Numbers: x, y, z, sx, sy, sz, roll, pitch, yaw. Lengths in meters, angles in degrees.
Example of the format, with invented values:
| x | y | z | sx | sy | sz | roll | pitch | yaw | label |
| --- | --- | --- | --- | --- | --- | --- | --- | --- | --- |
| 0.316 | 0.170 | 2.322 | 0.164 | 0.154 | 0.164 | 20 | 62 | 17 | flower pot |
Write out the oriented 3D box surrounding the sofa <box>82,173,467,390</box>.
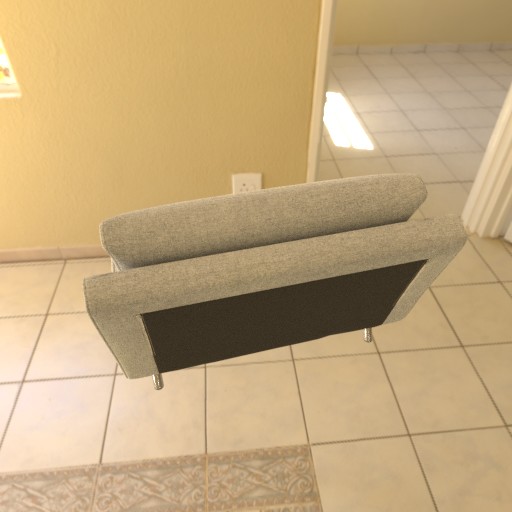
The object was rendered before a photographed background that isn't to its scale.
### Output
| x | y | z | sx | sy | sz | roll | pitch | yaw | label |
| --- | --- | --- | --- | --- | --- | --- | --- | --- | --- |
| 0.000 | 0.000 | 1.873 | 1.220 | 0.910 | 0.910 | -10 | 42 | -11 | sofa |
